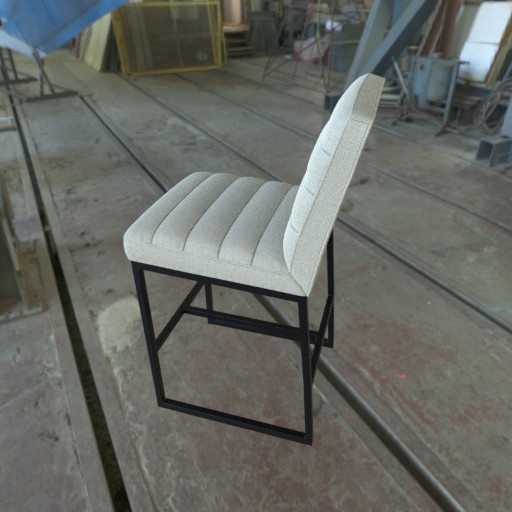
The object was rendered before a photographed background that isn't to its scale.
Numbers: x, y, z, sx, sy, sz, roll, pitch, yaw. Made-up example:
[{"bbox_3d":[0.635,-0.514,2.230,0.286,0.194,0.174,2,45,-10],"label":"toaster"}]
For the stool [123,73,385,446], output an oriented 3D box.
[{"bbox_3d":[0.000,0.000,1.258,0.560,0.940,0.460,9,33,14],"label":"stool"}]
